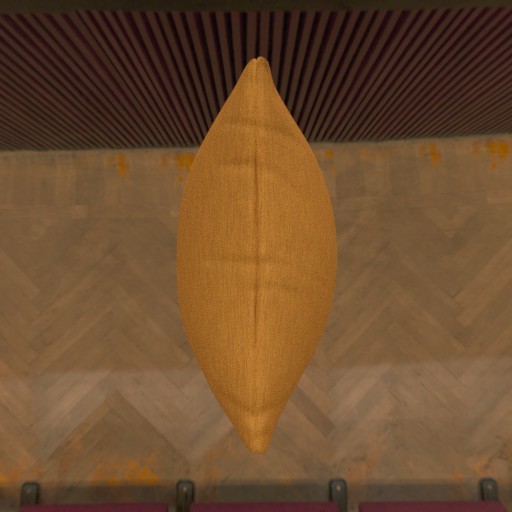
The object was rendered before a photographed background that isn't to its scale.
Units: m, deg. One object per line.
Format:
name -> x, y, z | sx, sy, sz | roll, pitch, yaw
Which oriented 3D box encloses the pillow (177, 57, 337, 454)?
pillow -> 0.000, 0.000, 0.678 | 0.247, 0.417, 0.435 | 0, 89, 0
